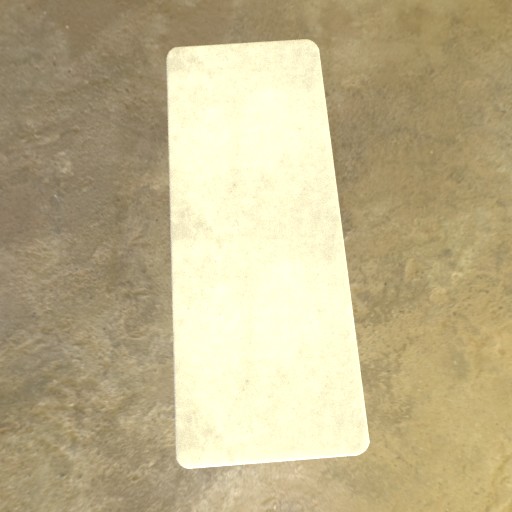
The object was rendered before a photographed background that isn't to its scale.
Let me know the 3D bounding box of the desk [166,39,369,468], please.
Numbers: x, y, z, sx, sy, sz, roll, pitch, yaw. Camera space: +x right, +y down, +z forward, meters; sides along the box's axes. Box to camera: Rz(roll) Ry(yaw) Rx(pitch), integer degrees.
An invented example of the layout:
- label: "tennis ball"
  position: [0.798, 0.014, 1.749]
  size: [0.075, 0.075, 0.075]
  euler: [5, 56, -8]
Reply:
- label: "desk"
  position: [0.000, 0.000, 1.786]
  size: [0.550, 0.755, 1.400]
  euler: [-4, 75, -1]
